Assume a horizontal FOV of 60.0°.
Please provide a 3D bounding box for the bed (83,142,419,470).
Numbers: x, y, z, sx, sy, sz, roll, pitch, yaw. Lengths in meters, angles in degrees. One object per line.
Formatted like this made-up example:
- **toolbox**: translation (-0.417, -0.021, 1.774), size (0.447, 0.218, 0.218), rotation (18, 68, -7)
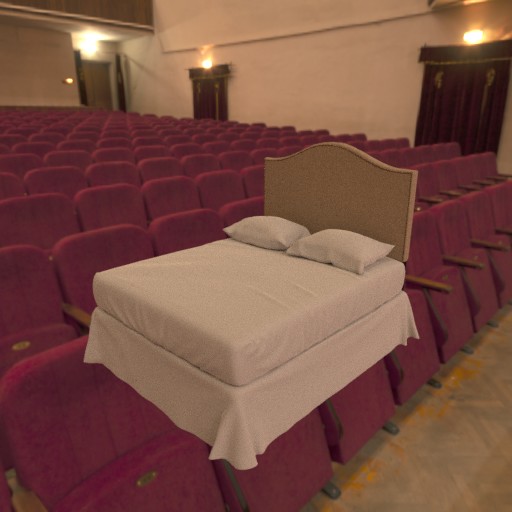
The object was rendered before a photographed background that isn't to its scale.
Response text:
- **bed**: translation (0.000, 0.000, 3.468), size (1.876, 1.645, 2.221), rotation (16, 24, 41)
